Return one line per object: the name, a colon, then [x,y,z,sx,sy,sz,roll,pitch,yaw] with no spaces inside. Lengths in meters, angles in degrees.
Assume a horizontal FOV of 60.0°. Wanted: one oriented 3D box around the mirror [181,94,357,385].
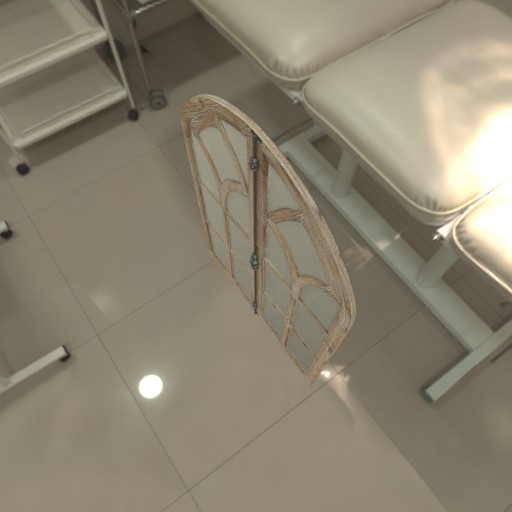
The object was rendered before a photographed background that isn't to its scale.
mirror: [0.000,0.000,1.137,0.032,0.915,0.609,-33,69,-15]
